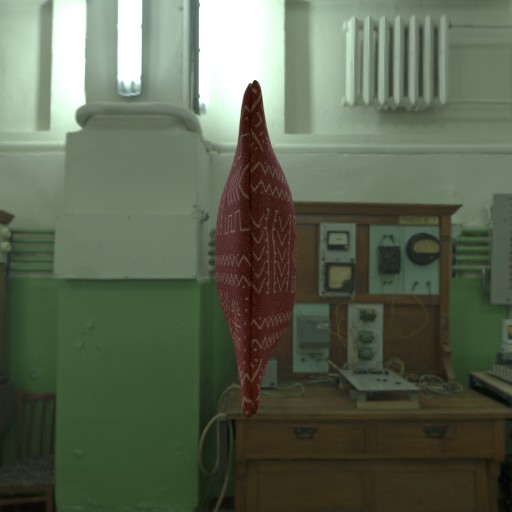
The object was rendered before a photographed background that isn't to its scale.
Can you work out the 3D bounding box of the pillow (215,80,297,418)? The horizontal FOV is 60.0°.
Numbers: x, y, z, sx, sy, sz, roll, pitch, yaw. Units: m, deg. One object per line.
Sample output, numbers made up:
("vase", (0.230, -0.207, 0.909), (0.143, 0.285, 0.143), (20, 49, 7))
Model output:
("pillow", (0.000, 0.000, 0.773), (0.130, 0.352, 0.640), (0, -2, -1))
